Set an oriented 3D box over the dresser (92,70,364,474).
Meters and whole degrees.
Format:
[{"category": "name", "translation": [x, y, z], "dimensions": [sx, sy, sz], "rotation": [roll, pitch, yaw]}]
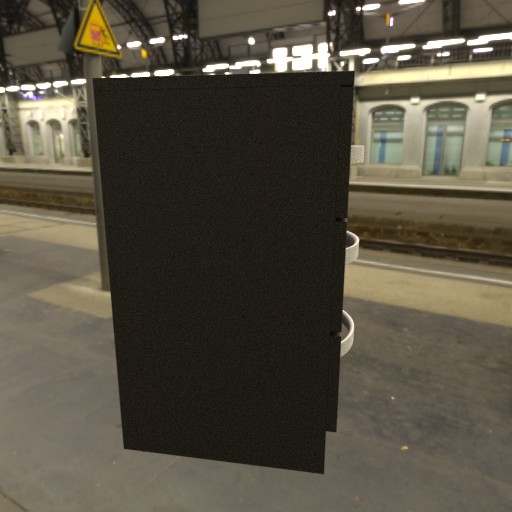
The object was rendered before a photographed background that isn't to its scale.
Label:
[{"category": "dresser", "translation": [0.000, 0.000, 0.804], "dimensions": [0.360, 0.560, 0.400], "rotation": [3, 14, 10]}]
